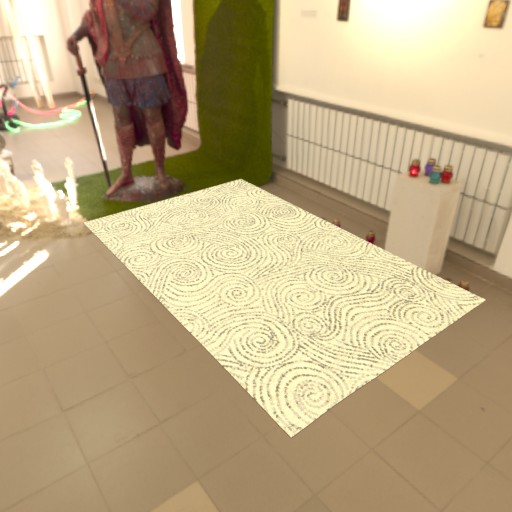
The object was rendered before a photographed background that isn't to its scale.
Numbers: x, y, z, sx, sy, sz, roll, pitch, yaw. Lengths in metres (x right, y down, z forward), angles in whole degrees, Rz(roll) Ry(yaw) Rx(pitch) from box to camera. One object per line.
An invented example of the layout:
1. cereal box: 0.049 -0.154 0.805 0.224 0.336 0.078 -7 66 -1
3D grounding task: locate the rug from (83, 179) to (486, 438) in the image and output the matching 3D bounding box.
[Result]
1. rug: 0.000 0.000 3.019 1.524 0.005 2.439 -22 37 -32
